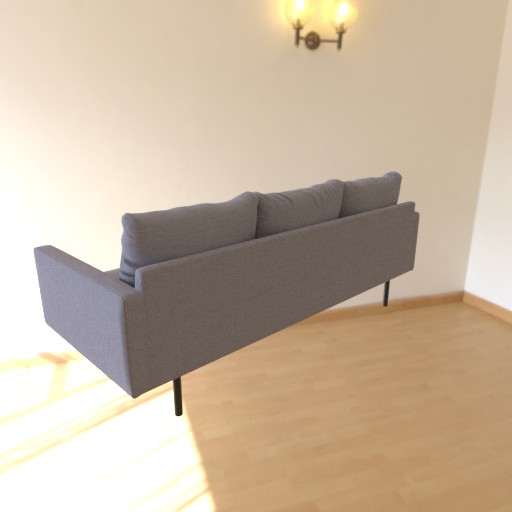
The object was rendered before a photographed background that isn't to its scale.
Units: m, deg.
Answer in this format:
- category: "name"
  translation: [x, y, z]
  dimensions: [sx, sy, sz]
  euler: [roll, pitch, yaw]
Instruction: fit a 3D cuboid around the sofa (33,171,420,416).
- category: "sofa"
  translation: [0.000, 0.000, 2.397]
  dimensions: [2.000, 0.830, 0.850]
  euler: [-16, 23, -42]
